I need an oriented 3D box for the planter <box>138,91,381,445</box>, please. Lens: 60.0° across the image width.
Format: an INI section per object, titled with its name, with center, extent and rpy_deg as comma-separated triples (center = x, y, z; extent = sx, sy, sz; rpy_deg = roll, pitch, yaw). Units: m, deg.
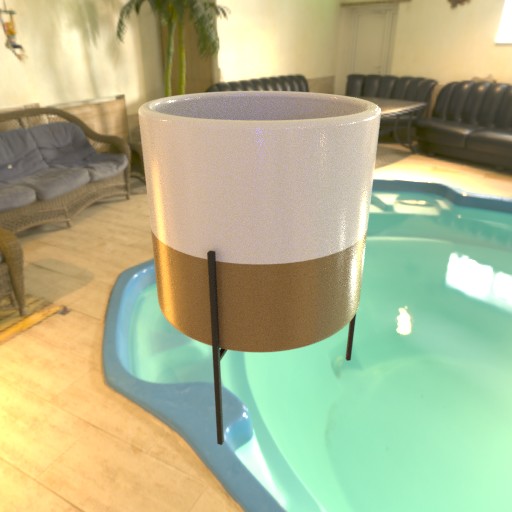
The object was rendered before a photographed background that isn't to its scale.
[planter]
center = 0.000, 0.000, 0.656
extent = 0.310, 0.432, 0.310
rpy_deg = 17, 31, 31
